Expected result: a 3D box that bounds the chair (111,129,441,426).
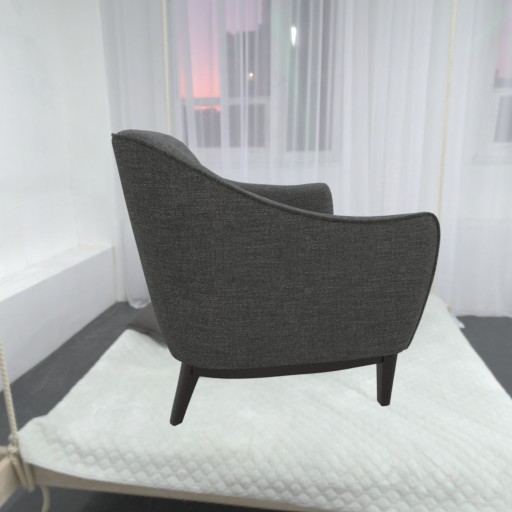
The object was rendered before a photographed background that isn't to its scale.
[{"bbox_3d":[0.000,0.000,1.525,0.851,0.829,0.870,-3,15,-12],"label":"chair"}]
